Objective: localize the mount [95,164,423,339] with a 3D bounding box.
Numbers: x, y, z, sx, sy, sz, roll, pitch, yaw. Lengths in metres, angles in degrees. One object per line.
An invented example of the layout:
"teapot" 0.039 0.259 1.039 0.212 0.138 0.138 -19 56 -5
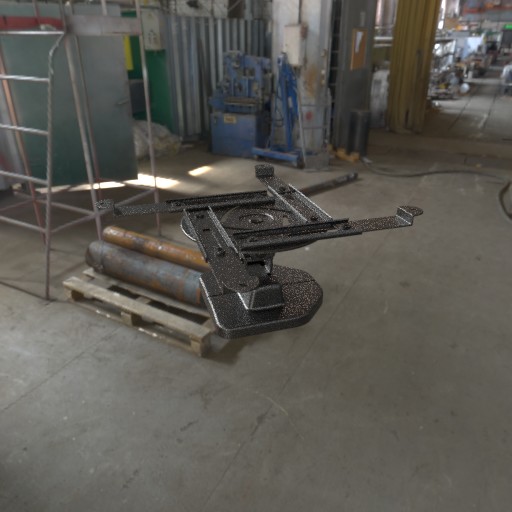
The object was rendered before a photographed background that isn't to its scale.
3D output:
"mount" 0.000 0.000 0.599 0.394 0.141 0.394 -8 27 -15
